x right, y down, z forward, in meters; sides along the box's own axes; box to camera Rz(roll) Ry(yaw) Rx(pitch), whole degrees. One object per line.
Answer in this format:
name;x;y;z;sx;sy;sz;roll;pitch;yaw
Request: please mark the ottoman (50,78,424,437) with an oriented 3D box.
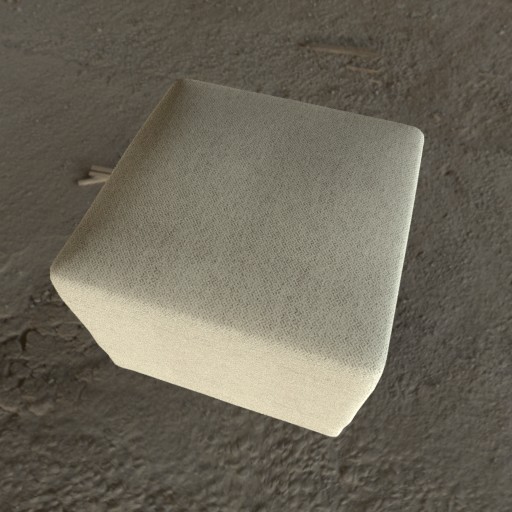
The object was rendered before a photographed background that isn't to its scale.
ottoman;0.000;0.000;0.908;0.521;0.453;0.512;15;59;9
